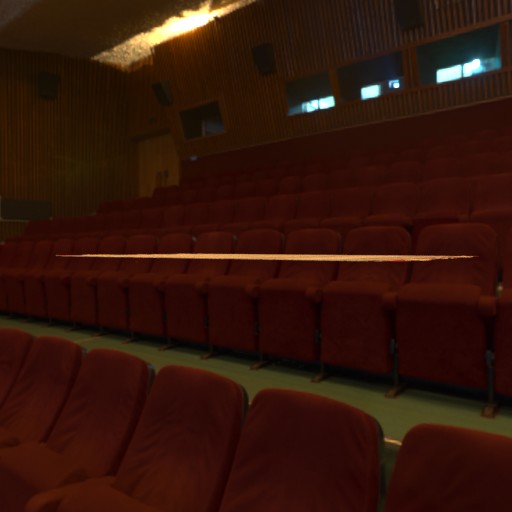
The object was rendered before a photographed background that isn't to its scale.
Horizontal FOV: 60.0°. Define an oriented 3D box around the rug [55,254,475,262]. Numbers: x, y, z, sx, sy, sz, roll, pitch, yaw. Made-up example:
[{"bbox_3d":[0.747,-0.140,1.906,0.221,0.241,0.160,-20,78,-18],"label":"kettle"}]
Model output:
[{"bbox_3d":[0.000,0.000,2.941,2.465,0.012,1.465,1,1,37],"label":"rug"}]
